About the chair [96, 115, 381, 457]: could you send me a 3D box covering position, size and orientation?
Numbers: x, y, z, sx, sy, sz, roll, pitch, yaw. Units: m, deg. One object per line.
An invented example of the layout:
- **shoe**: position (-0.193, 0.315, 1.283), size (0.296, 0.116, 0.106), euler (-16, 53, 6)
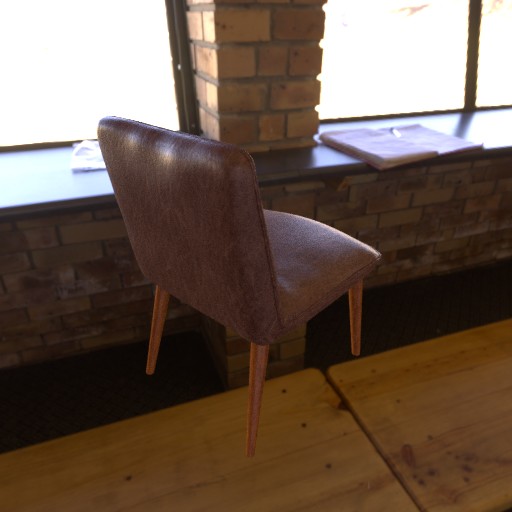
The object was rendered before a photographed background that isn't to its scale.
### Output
- **chair**: position (0.000, 0.000, 1.256), size (0.543, 0.803, 0.645), euler (21, 35, 33)
